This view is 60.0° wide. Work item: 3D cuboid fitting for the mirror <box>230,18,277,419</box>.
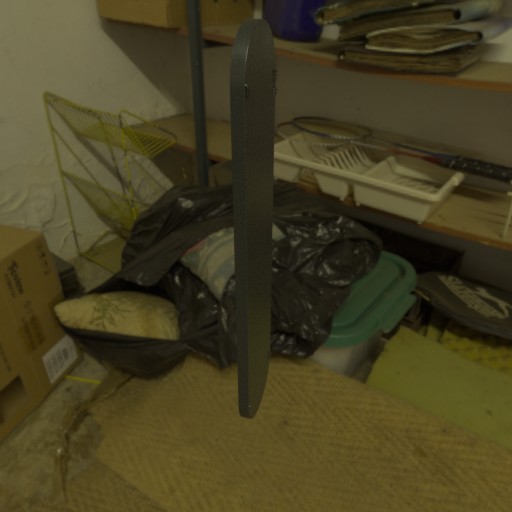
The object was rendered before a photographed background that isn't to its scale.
[{"bbox_3d":[0.000,0.000,1.050,0.032,0.991,0.222,8,30,14],"label":"mirror"}]
